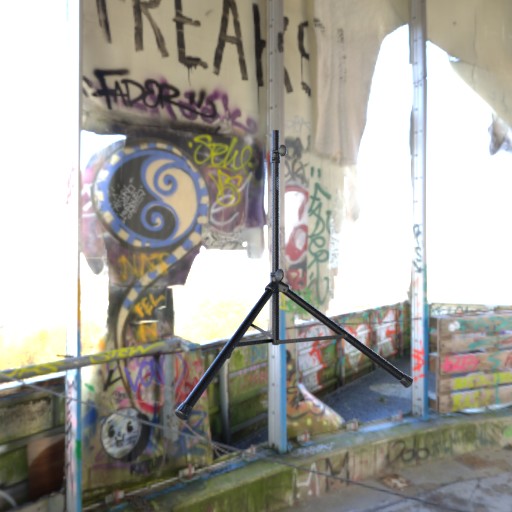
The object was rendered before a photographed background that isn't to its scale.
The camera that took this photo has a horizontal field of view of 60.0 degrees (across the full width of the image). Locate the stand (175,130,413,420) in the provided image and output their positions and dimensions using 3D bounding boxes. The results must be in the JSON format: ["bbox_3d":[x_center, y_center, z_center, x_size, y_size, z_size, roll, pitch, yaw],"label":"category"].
[{"bbox_3d":[0.000,0.000,1.874,1.045,1.136,0.907,-1,-1,36],"label":"stand"}]
